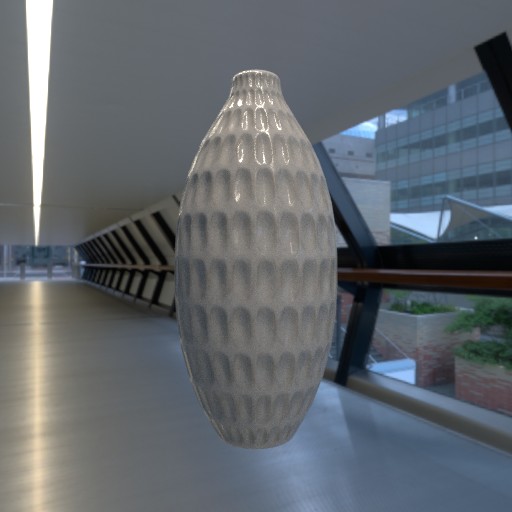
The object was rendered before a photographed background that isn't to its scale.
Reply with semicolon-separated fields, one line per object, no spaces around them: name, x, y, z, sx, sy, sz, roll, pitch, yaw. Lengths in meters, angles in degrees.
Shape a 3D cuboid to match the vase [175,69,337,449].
vase;0.000;0.000;0.352;0.127;0.282;0.127;0;0;0
